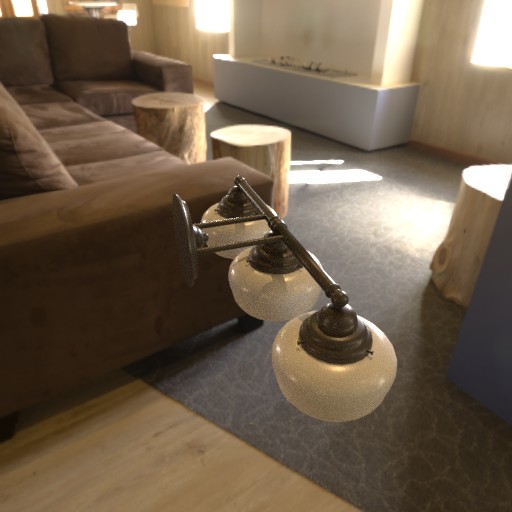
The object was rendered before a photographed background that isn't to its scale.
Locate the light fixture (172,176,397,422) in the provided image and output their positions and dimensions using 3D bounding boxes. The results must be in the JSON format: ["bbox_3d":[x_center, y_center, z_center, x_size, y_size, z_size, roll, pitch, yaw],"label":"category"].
[{"bbox_3d":[0.000,0.000,0.732,0.239,0.242,0.587,-10,32,-16],"label":"light fixture"}]
